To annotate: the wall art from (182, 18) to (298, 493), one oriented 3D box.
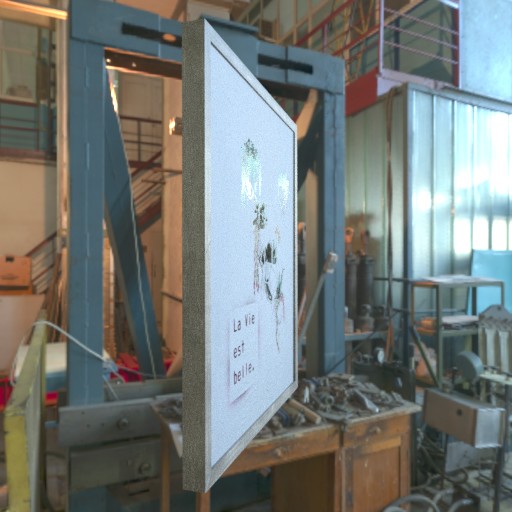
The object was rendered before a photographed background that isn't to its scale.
[{"bbox_3d":[0.000,0.000,0.690,0.032,0.521,0.421,0,0,19],"label":"wall art"}]
